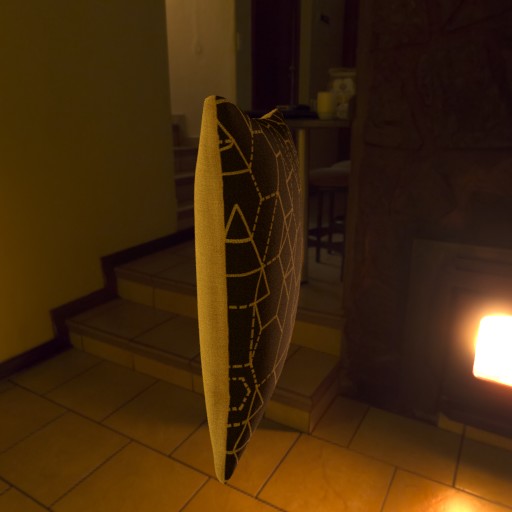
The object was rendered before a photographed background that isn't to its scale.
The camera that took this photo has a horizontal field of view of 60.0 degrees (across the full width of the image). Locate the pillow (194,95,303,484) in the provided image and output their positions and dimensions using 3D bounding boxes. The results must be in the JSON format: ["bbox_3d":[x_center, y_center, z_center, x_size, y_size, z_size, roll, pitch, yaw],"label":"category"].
[{"bbox_3d":[0.000,0.000,0.781,0.158,0.508,0.517,3,17,10],"label":"pillow"}]
